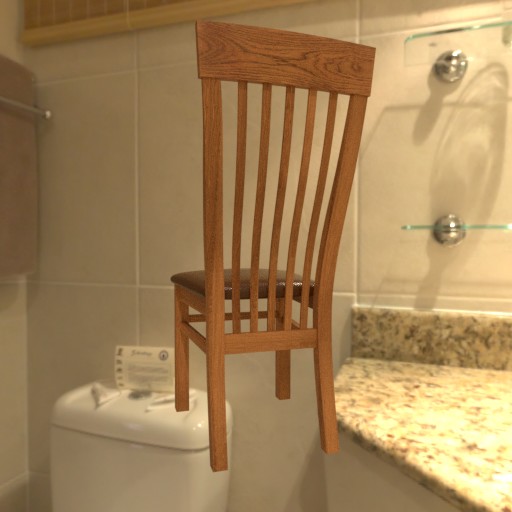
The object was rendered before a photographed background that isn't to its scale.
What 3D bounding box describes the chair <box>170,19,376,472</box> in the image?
[{"bbox_3d":[0.000,0.000,1.311,0.450,1.050,0.580,0,2,-18],"label":"chair"}]
